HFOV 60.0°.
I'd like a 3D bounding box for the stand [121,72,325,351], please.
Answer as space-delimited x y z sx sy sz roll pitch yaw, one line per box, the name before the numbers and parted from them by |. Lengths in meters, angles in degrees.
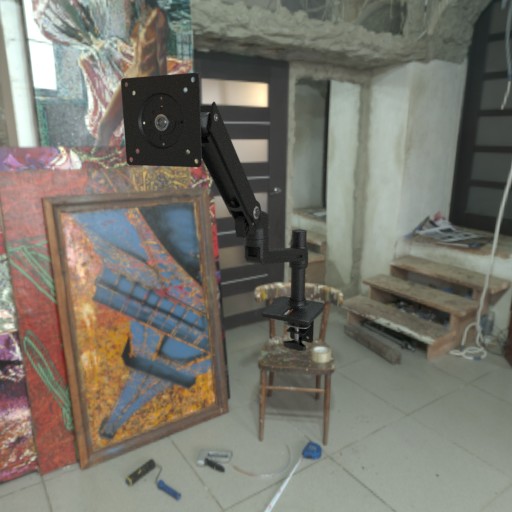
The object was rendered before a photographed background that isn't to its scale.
stand | 0.000 0.000 1.037 0.152 0.713 0.650 7 16 26
